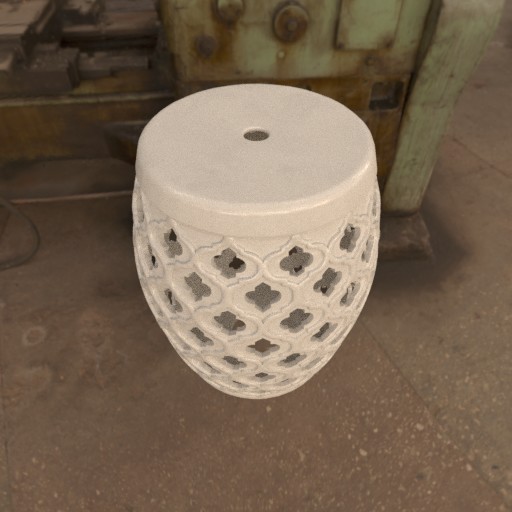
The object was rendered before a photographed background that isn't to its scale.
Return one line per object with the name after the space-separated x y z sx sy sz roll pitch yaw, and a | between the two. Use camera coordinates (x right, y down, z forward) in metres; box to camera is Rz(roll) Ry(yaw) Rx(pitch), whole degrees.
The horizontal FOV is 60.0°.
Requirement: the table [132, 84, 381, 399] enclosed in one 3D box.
0.000 0.000 0.628 0.325 0.388 0.325 0 46 0 | table
